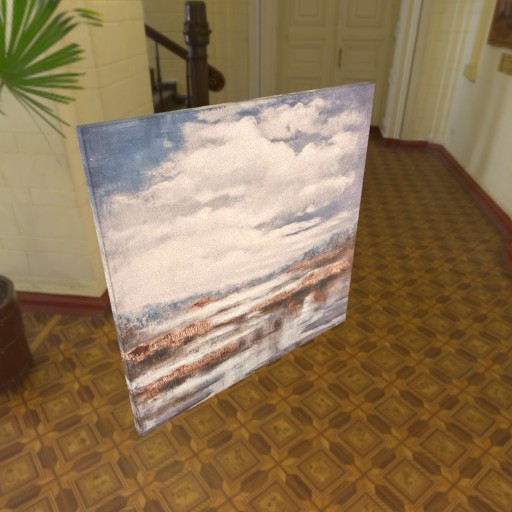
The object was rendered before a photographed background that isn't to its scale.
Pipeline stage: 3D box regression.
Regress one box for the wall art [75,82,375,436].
[{"bbox_3d":[0.000,0.000,1.510,1.010,1.020,0.040,-22,36,-32],"label":"wall art"}]
